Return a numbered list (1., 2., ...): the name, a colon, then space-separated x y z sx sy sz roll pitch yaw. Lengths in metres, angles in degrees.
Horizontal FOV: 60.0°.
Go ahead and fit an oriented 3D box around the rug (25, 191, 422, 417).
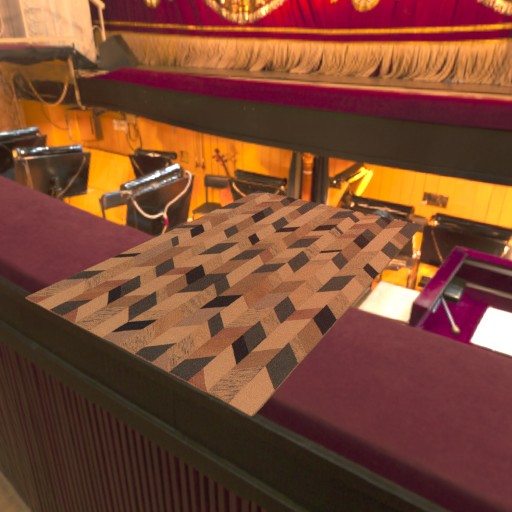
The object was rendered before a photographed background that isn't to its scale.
1. rug: 0.000 0.000 2.297 1.202 0.006 1.813 17 31 30
